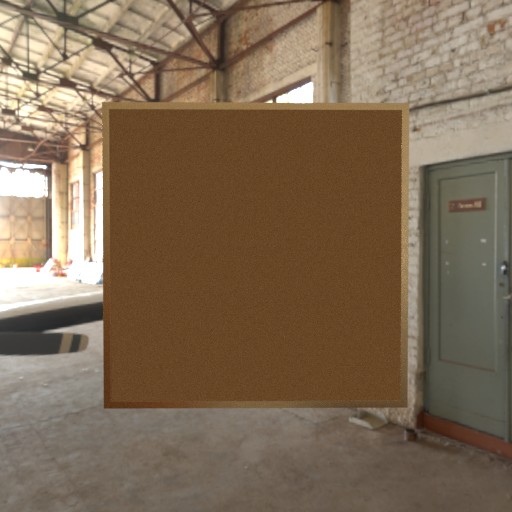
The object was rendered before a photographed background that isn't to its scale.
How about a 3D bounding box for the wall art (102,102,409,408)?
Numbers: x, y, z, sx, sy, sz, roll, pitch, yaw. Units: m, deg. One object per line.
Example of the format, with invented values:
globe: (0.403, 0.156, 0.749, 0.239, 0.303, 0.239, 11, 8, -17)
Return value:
wall art: (0.000, 0.000, 0.758, 0.509, 0.509, 0.040, 0, 1, -1)
